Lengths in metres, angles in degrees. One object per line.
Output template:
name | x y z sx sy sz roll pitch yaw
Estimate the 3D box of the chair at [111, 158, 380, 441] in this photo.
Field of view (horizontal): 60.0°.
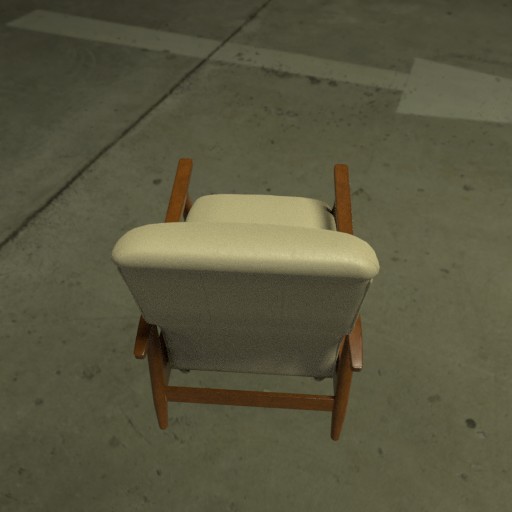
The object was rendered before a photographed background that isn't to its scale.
chair | 0.000 0.000 1.729 0.762 1.082 1.014 3 47 2
